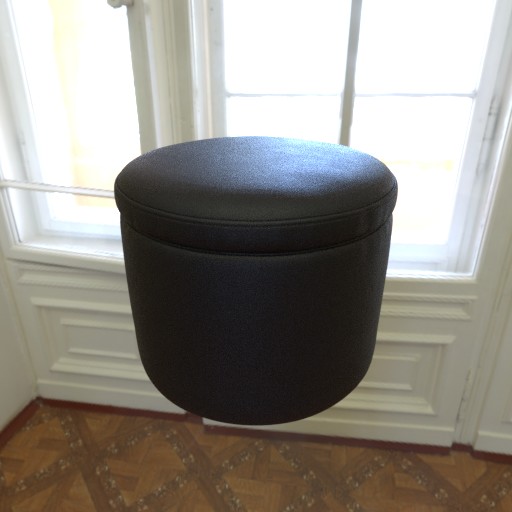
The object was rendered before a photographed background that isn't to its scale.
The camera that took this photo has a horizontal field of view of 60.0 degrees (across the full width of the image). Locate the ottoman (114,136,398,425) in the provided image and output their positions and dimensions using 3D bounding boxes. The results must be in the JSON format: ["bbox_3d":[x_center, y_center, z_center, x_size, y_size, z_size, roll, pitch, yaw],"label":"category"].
[{"bbox_3d":[0.000,0.000,0.882,0.501,0.409,0.501,0,26,0],"label":"ottoman"}]
